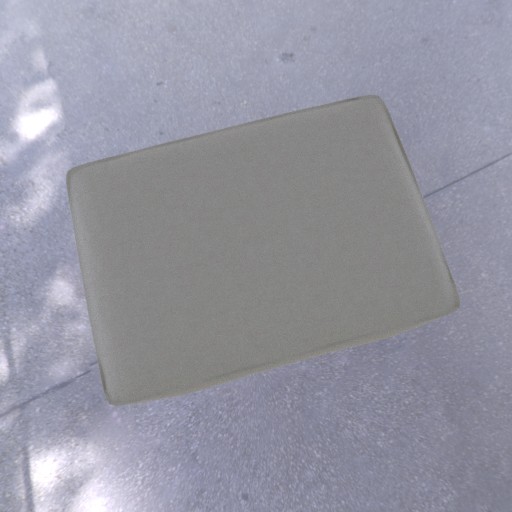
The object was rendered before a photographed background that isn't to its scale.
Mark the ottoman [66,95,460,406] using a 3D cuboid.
[{"bbox_3d":[0.000,0.000,1.231,0.848,0.482,0.611,-15,77,-4],"label":"ottoman"}]
